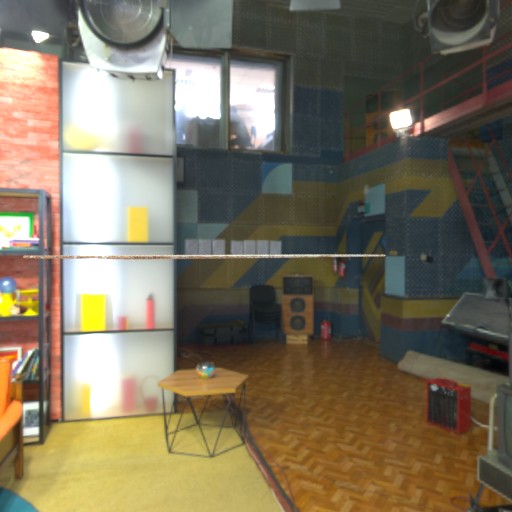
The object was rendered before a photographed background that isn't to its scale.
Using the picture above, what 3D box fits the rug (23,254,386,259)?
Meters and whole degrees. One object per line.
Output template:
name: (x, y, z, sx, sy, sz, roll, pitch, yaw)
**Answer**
rug: (0.000, 0.000, 2.696, 0.750, 0.011, 2.435, 0, 0, 36)
